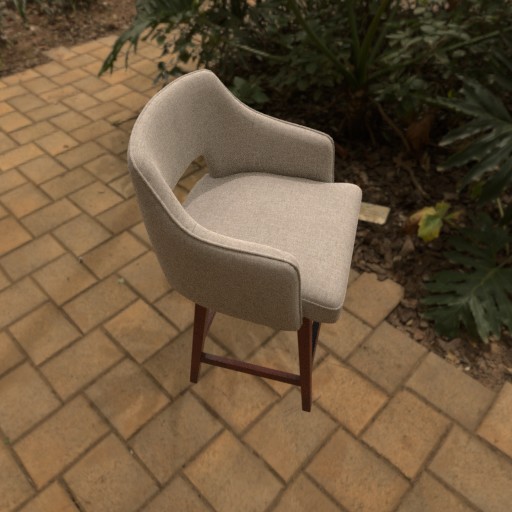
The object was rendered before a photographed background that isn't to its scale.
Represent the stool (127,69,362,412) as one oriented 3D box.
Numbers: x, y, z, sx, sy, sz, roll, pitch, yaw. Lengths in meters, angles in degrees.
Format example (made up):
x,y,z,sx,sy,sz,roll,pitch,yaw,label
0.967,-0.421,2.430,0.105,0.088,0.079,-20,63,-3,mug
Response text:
x,y,z,sx,sy,sz,roll,pitch,yaw,label
0.000,0.000,1.360,0.558,0.944,0.599,11,47,10,stool
